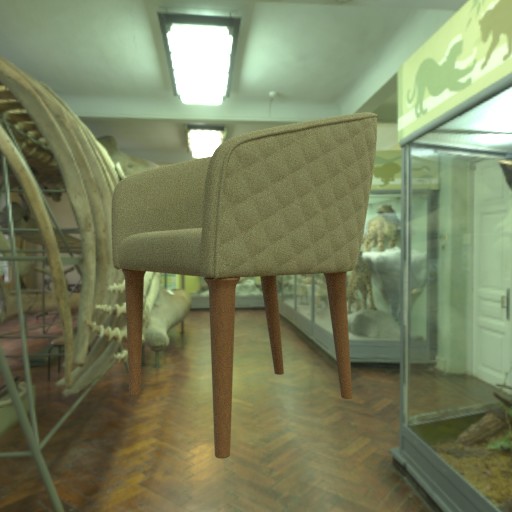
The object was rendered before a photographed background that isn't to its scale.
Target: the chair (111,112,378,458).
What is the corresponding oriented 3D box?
[{"bbox_3d":[0.000,0.000,1.209,0.616,0.775,0.584,-1,1,-36],"label":"chair"}]
